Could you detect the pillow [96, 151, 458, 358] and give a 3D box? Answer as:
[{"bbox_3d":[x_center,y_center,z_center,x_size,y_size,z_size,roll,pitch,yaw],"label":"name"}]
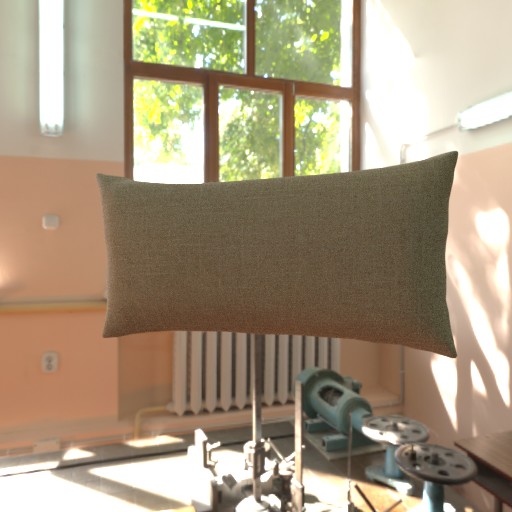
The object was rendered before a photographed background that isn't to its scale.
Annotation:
[{"bbox_3d":[0.000,0.000,1.029,0.859,0.429,0.197,0,1,17],"label":"pillow"}]
